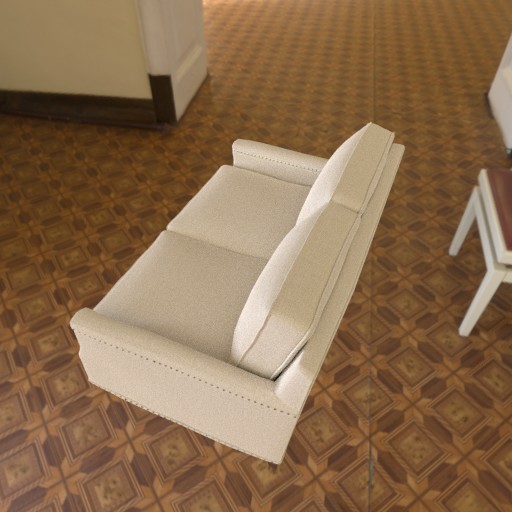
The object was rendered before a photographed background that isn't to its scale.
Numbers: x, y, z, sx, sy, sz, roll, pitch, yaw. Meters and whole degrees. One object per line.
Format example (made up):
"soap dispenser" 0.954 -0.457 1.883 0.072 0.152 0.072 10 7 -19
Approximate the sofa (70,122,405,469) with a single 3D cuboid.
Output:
"sofa" 0.000 0.000 2.242 1.084 1.003 1.597 17 47 17
